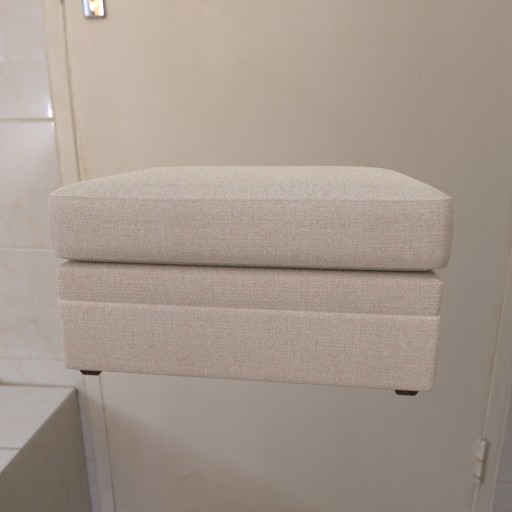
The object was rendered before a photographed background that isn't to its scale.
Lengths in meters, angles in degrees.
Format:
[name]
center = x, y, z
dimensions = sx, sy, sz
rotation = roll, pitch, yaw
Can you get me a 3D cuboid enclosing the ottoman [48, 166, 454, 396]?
[ottoman]
center = 0.000, 0.000, 1.233
dimensions = 0.885, 0.478, 0.637
rotation = 2, 15, 7
